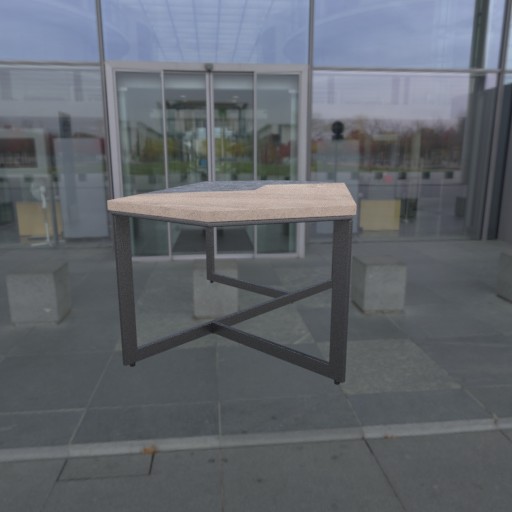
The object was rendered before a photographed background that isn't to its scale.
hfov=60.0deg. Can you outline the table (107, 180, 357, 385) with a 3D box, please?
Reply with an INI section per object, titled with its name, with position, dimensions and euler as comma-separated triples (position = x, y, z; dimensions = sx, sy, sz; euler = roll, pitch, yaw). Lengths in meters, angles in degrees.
[table]
position = 0.000, 0.000, 1.534
dimensions = 0.609, 0.457, 1.219
euler = 2, 13, 9
